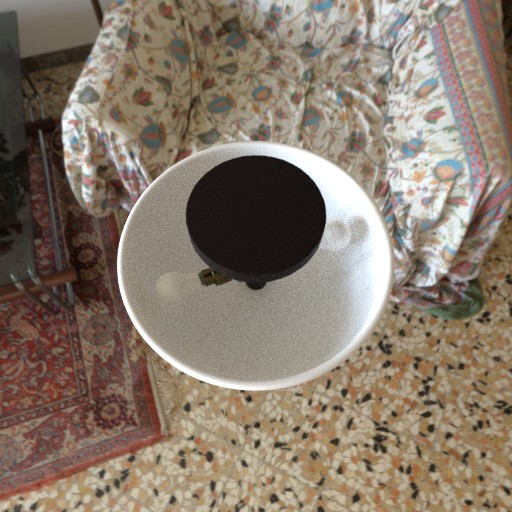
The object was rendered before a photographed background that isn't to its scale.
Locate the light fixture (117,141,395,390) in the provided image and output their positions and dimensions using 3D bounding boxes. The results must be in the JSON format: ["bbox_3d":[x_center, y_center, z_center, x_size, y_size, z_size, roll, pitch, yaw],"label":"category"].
[{"bbox_3d":[0.000,0.000,0.553,0.331,0.212,0.331,0,64,0],"label":"light fixture"}]
